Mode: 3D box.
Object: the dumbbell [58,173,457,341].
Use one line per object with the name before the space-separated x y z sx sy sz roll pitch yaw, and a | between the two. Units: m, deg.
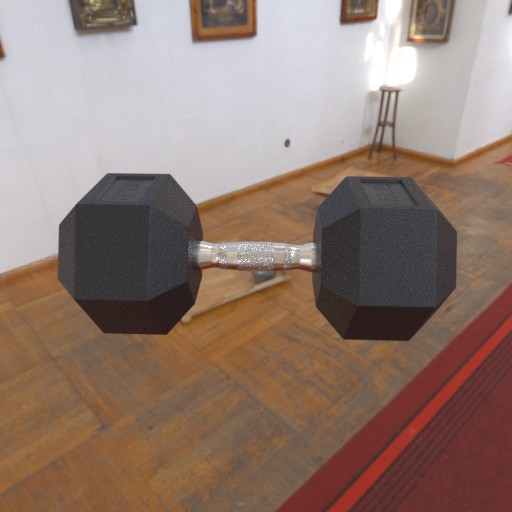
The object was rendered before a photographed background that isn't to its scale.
dumbbell | 0.000 0.000 0.334 0.271 0.106 0.122 1 29 2
